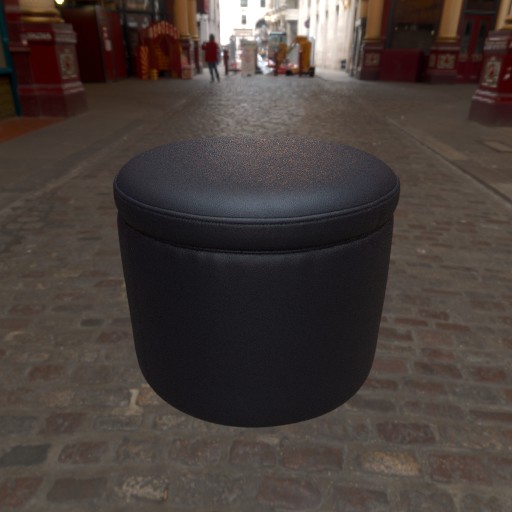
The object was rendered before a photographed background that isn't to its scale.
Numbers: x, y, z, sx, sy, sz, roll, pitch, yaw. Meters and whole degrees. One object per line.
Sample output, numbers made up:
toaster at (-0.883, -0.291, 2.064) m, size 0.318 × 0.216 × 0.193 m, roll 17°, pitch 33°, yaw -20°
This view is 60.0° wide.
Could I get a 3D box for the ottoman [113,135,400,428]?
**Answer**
ottoman at (0.000, 0.000, 0.870) m, size 0.501 × 0.409 × 0.501 m, roll 0°, pitch 26°, yaw 0°
